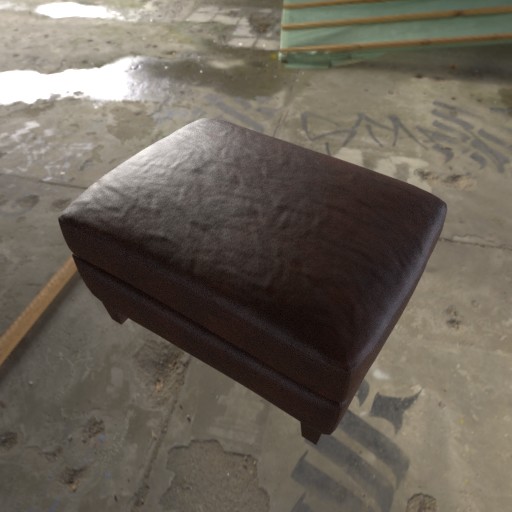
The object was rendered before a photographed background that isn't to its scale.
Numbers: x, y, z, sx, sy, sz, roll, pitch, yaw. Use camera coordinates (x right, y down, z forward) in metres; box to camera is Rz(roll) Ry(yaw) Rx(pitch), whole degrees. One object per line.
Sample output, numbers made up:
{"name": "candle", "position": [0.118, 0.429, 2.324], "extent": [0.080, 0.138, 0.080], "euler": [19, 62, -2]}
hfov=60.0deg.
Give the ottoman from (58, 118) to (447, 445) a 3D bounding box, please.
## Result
{"name": "ottoman", "position": [0.000, 0.000, 1.302], "extent": [0.887, 0.527, 0.659], "euler": [25, 51, 22]}
